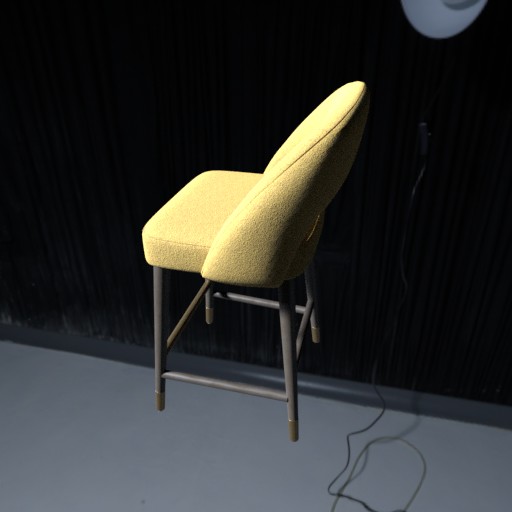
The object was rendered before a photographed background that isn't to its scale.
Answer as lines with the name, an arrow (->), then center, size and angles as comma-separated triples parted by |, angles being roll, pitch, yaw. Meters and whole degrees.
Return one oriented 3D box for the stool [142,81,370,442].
stool -> 0.000, 0.000, 1.266 | 0.522, 0.939, 0.536 | 8, 32, 13
